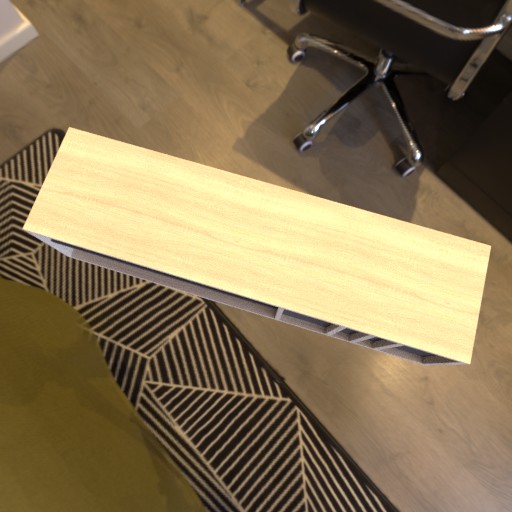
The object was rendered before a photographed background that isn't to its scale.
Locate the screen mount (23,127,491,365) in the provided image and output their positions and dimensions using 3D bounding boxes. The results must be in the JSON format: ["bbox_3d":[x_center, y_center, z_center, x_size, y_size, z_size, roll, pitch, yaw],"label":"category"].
[{"bbox_3d":[0.000,0.000,1.711,1.500,0.509,0.401,16,76,4],"label":"screen mount"}]
